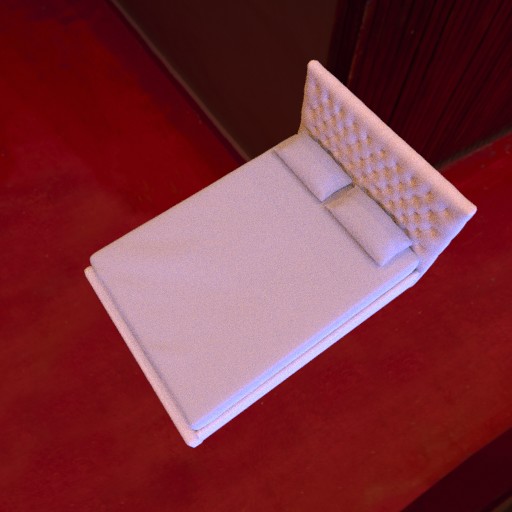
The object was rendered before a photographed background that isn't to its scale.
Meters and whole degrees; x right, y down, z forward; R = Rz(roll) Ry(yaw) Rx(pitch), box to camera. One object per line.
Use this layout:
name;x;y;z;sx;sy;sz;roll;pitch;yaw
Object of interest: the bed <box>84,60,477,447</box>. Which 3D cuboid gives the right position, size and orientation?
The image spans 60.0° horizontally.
bed;0.000;0.000;3.488;2.387;1.427;1.698;-33;69;-15
